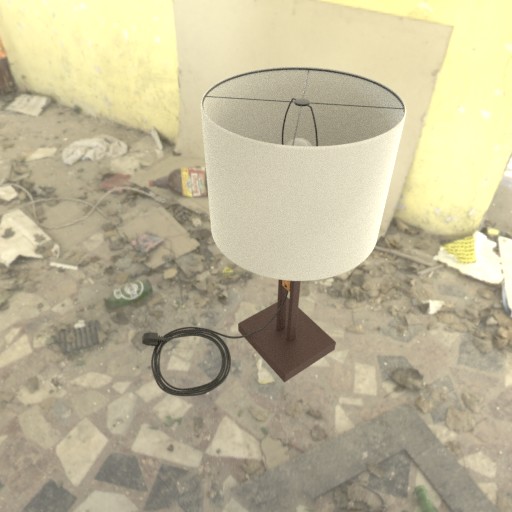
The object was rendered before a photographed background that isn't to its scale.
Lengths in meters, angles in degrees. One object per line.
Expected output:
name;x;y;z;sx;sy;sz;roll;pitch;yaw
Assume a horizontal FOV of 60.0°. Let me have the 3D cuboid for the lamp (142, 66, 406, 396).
lamp;0.000;0.000;0.971;0.525;0.668;0.396;-25;47;-26
